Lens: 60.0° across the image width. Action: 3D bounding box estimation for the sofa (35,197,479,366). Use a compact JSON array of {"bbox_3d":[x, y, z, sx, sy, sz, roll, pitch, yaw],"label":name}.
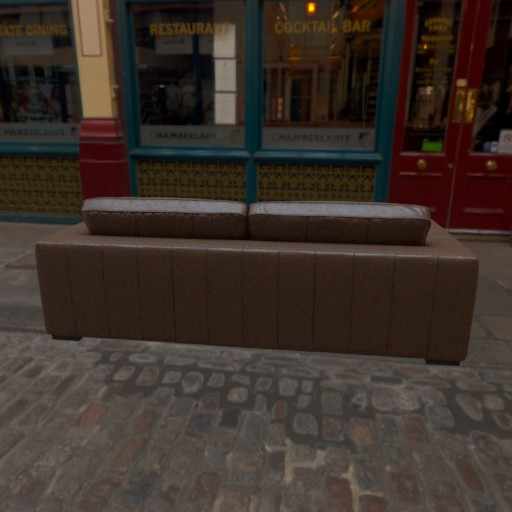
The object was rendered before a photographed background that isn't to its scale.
[{"bbox_3d":[0.000,0.000,2.741,2.262,0.801,1.070,2,17,7],"label":"sofa"}]
